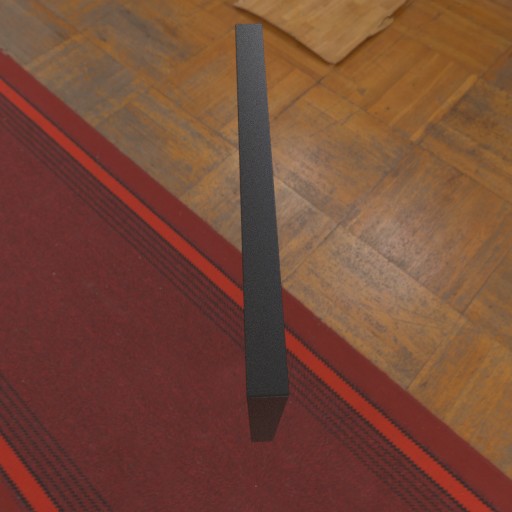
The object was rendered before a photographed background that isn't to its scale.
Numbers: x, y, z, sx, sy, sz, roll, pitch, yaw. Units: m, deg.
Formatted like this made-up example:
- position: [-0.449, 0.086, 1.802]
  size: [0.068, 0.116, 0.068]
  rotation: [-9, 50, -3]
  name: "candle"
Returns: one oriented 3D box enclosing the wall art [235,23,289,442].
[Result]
- position: [0.000, 0.000, 0.525]
  size: [0.028, 0.330, 0.380]
  rotation: [-2, 63, -1]
  name: "wall art"
